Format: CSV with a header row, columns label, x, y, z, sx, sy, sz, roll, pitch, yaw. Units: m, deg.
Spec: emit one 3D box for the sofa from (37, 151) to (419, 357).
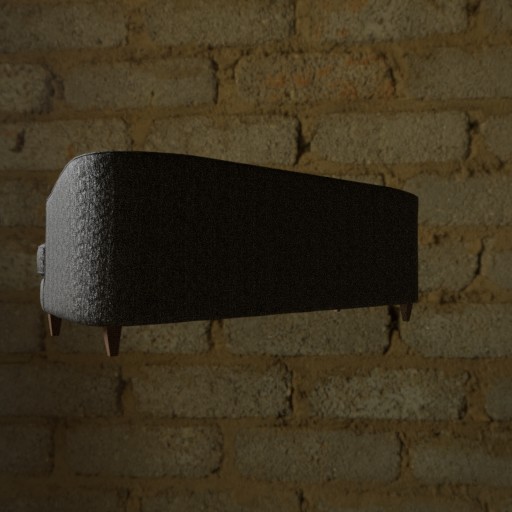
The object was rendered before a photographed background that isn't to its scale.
label,x,y,z,sx,sy,sz,roll,pitch,yaw
sofa,0.000,0.000,2.675,2.278,0.855,0.941,1,-2,-35
